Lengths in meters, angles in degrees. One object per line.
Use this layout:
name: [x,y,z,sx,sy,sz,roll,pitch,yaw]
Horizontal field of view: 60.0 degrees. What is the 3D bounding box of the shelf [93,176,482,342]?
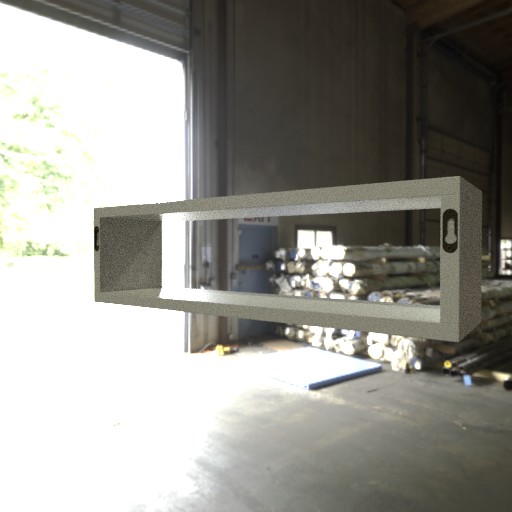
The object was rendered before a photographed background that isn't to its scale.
shelf: [0.000,0.000,0.688,0.610,0.170,0.150,1,1,35]
